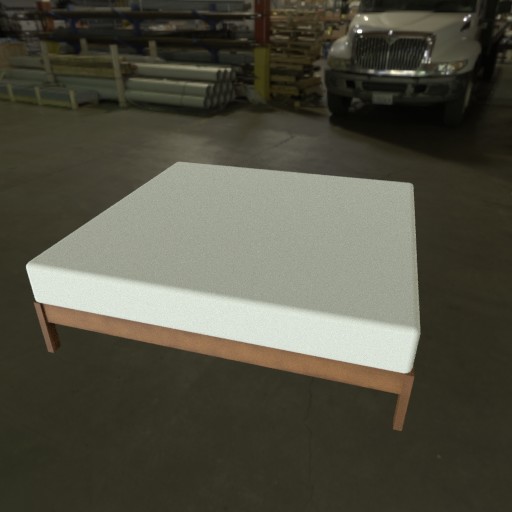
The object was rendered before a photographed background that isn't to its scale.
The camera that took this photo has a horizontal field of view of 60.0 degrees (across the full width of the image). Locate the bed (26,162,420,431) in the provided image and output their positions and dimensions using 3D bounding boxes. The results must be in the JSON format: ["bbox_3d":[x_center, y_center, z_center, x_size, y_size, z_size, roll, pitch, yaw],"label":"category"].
[{"bbox_3d":[0.000,0.000,3.078,2.049,0.616,1.930,8,30,14],"label":"bed"}]
